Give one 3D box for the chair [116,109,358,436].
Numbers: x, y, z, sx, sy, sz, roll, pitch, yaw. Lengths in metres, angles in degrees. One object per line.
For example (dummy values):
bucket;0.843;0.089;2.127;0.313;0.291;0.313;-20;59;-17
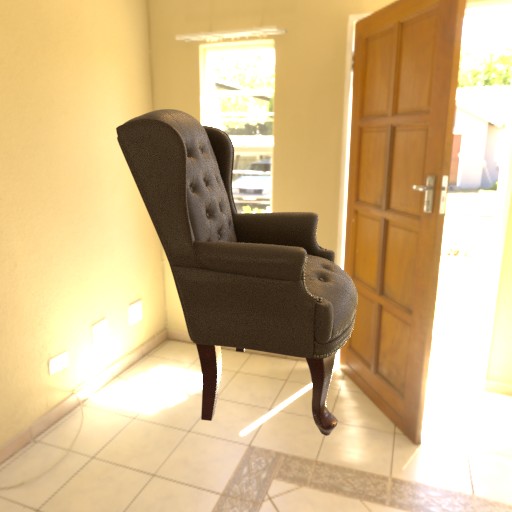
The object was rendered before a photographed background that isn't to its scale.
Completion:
chair;0.000;0.000;1.787;0.819;1.132;0.829;3;14;10
